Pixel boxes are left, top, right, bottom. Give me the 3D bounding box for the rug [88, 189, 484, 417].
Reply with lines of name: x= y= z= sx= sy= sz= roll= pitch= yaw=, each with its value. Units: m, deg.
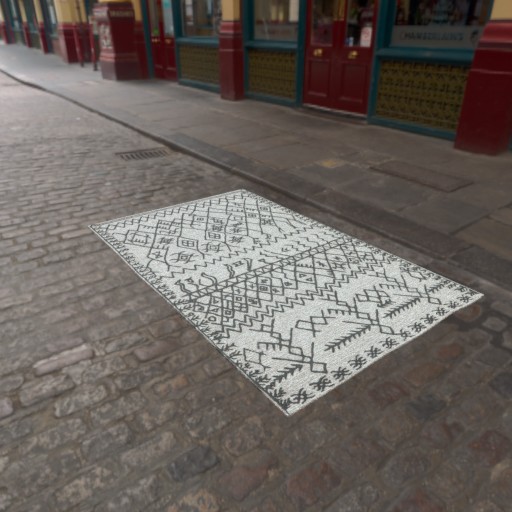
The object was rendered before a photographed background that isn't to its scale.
rug: x=0.000 y=0.000 z=4.803 sx=2.393 sy=0.019 sz=3.824 roll=-19 pitch=33 yaw=-32
